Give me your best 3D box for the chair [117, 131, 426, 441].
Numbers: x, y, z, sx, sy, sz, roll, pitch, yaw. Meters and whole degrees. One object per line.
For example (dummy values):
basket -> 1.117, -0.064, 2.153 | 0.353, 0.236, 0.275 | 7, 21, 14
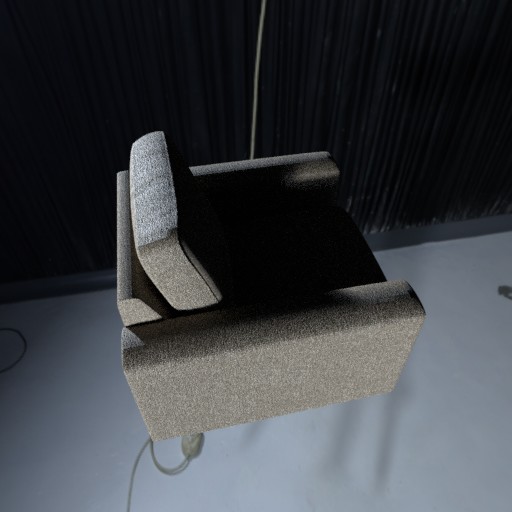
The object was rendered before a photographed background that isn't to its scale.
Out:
chair -> 0.000, 0.000, 1.795 | 1.016, 0.873, 1.005 | -9, 46, -9
